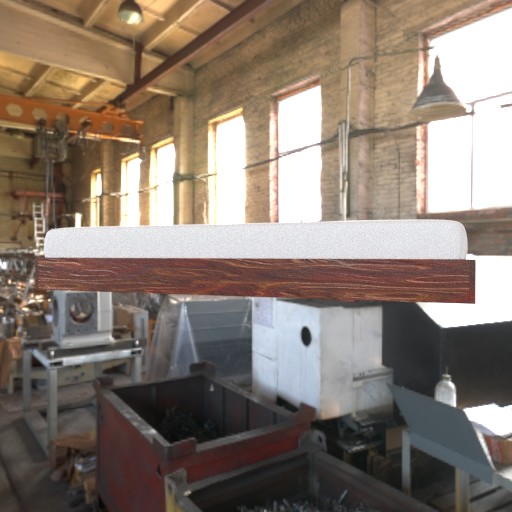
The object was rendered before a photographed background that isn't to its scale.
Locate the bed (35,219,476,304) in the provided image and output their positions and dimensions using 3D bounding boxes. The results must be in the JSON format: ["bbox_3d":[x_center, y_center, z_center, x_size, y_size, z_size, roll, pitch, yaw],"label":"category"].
[{"bbox_3d":[0.000,0.000,2.221,1.860,0.312,0.940,0,0,18],"label":"bed"}]
